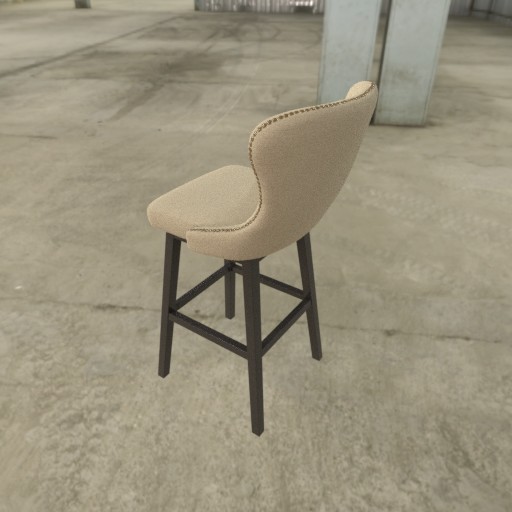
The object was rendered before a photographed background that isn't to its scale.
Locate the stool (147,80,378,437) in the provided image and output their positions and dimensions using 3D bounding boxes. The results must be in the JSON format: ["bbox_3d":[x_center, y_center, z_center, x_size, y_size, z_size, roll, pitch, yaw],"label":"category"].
[{"bbox_3d":[0.000,0.000,1.425,0.605,1.066,0.528,20,37,29],"label":"stool"}]
